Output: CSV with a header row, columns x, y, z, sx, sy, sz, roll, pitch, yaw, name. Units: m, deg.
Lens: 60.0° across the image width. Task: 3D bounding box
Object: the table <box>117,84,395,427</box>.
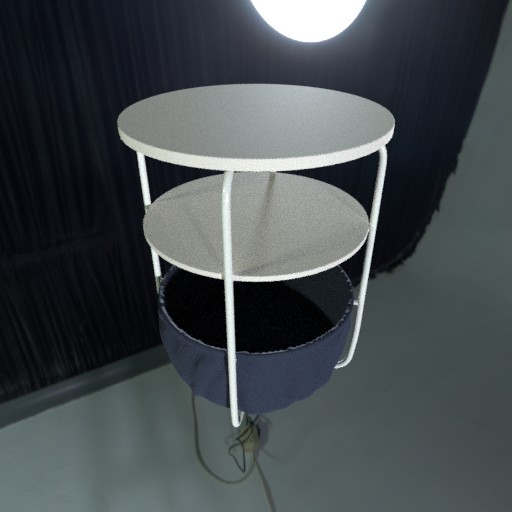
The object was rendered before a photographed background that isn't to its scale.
x,y,z,sx,sy,sz,roll,pitch,yaw,name
0.000,0.000,0.833,0.418,0.532,0.418,-20,38,-28,table
